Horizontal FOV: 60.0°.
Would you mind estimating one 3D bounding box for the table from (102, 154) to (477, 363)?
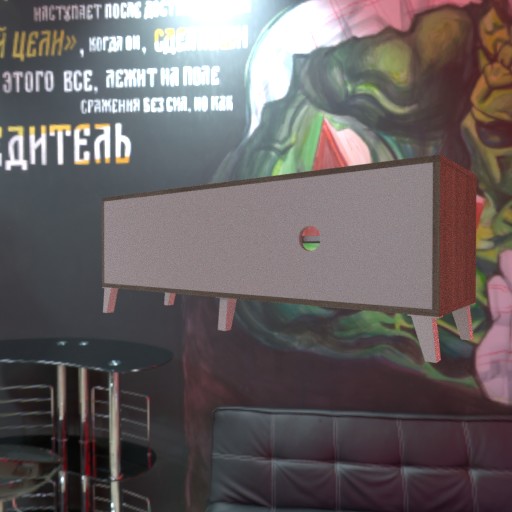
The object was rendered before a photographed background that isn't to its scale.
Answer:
[{"bbox_3d":[0.000,0.000,1.743,1.500,0.530,0.400,1,1,38],"label":"table"}]
